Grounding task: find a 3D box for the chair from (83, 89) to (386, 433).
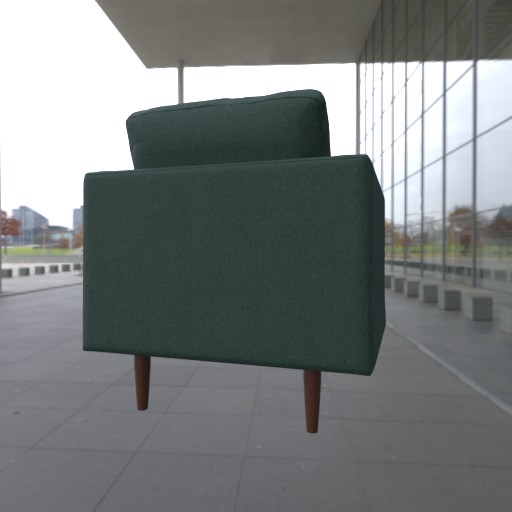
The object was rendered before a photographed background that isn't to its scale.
[{"bbox_3d":[0.000,0.000,1.558,0.855,0.927,0.800,0,1,18],"label":"chair"}]
